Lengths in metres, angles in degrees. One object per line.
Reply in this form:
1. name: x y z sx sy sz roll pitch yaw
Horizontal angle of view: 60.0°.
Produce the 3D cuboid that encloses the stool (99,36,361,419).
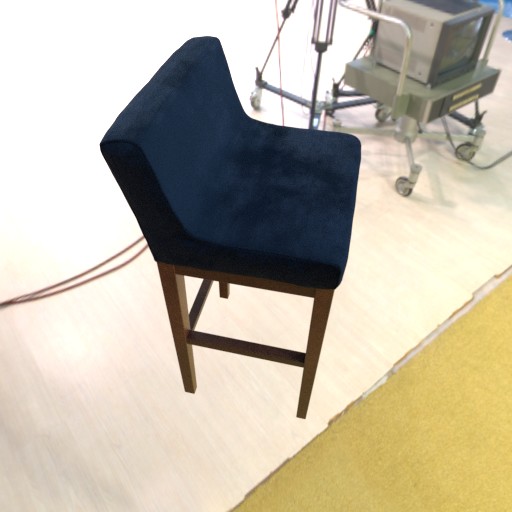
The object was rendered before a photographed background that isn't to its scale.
1. stool: 0.000 0.000 1.300 0.500 1.037 0.511 10 48 9
